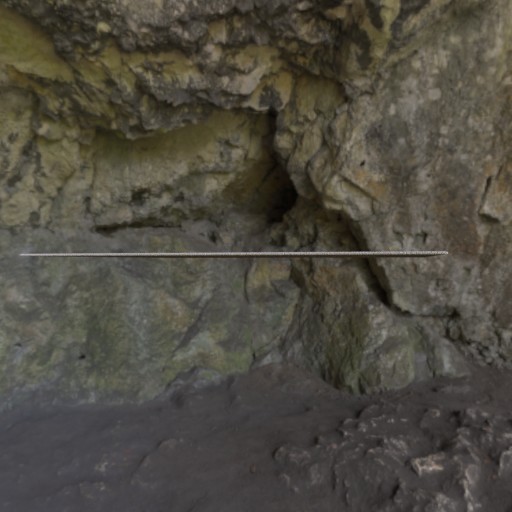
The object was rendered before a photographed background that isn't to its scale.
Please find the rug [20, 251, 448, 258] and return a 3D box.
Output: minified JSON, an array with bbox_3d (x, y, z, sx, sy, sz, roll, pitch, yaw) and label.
[{"bbox_3d":[0.000,0.000,4.094,3.050,0.017,2.441,0,-1,18],"label":"rug"}]
